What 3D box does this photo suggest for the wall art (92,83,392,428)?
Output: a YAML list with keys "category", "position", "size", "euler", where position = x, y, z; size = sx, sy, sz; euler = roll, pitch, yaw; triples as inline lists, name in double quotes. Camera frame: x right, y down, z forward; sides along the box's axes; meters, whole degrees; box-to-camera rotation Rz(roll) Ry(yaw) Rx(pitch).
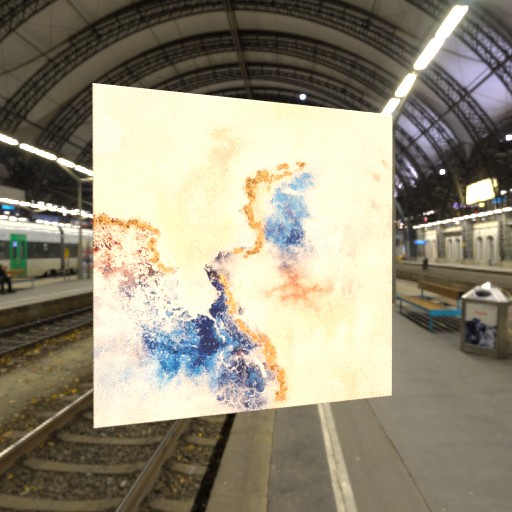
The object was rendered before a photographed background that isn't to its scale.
- category: "wall art"
  position: [0.000, 0.000, 1.288]
  size: [0.889, 0.889, 0.038]
  euler: [0, 0, -17]
